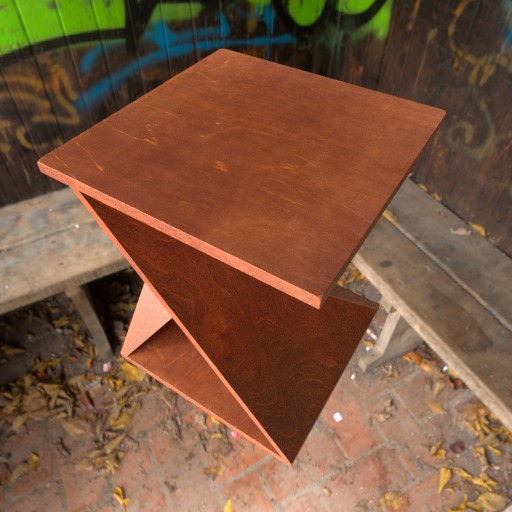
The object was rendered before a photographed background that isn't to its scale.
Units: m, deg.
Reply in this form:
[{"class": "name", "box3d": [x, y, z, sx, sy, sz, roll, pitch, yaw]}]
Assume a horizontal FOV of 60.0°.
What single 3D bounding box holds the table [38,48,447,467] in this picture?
[{"class": "table", "box3d": [0.000, 0.000, 0.830, 0.427, 0.520, 0.427, 25, 52, 21]}]
